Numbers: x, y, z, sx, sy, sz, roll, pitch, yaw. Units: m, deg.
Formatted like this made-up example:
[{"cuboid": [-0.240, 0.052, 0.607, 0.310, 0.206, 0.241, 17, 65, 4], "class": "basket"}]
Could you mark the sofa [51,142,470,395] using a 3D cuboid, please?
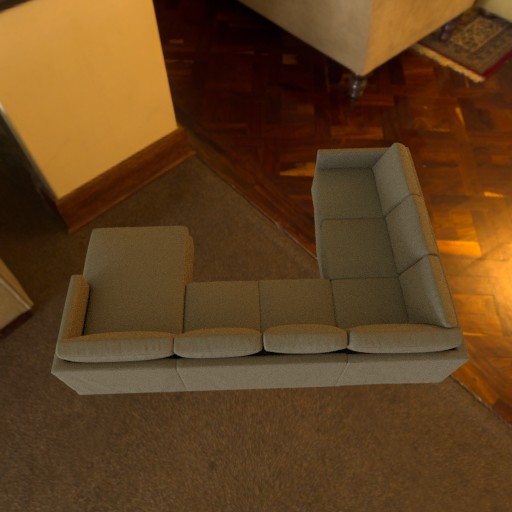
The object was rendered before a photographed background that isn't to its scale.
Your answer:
[{"cuboid": [0.000, 0.000, 4.450, 3.460, 0.882, 2.427, -2, 58, -1], "class": "sofa"}]
